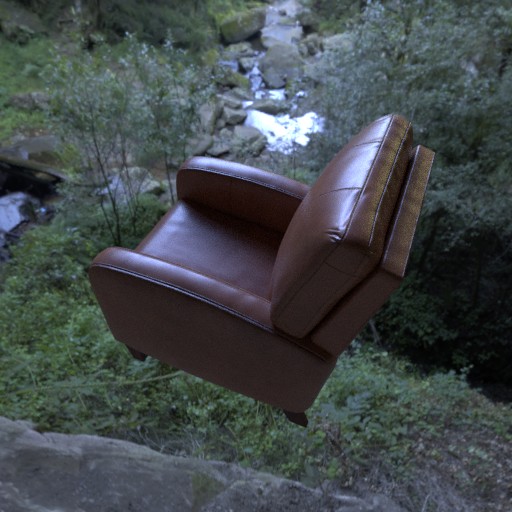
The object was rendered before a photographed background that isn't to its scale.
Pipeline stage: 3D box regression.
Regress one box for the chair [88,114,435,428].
[{"bbox_3d":[0.000,0.000,1.638,0.990,0.990,0.762,17,49,16],"label":"chair"}]
